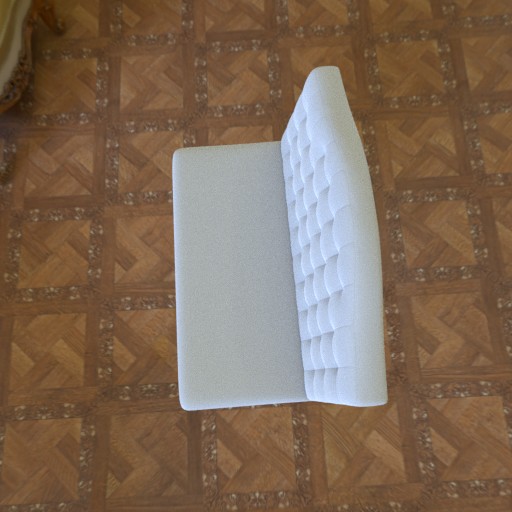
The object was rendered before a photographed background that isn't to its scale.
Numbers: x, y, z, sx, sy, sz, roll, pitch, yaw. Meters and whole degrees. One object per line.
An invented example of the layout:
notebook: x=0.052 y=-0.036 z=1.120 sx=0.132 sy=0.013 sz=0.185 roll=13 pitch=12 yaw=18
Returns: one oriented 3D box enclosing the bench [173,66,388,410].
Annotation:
bench: x=0.000 y=0.000 z=2.058 sx=0.815 sy=1.180 sz=1.335 roll=-4 pitch=75 yaw=-1
